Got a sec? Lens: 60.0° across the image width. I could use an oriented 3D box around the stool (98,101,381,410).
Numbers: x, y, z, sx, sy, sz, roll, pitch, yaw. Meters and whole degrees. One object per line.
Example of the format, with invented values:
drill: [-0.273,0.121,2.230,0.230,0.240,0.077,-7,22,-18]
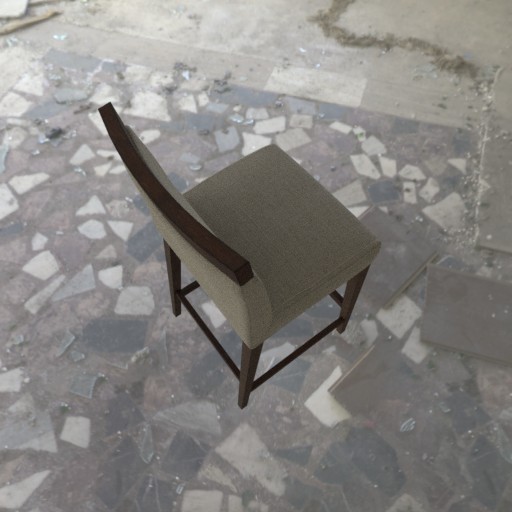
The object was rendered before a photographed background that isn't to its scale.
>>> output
stool: [0.000,0.000,1.342,0.531,1.009,0.512,-33,64,-18]
